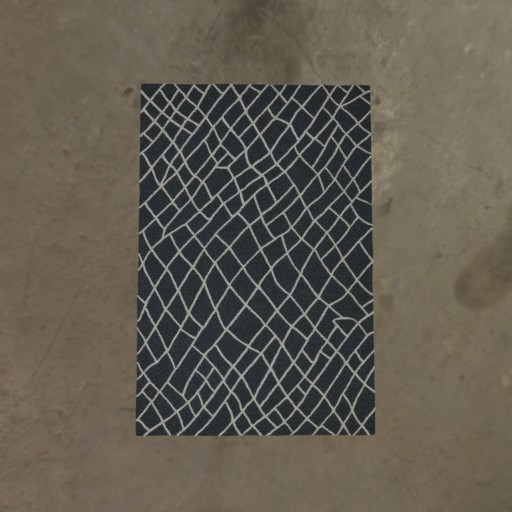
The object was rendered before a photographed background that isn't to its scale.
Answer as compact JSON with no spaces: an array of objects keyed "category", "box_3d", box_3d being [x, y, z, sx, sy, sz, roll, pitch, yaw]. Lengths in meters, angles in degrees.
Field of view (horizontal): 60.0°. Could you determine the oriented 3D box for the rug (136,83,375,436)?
[{"category":"rug","box_3d":[0.000,0.000,2.304,1.223,0.013,1.830,0,87,-1]}]
